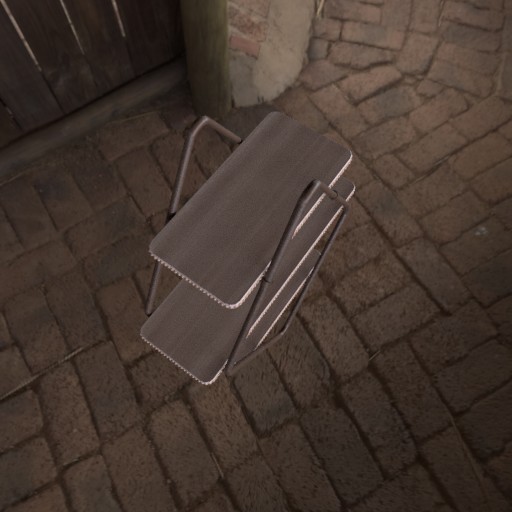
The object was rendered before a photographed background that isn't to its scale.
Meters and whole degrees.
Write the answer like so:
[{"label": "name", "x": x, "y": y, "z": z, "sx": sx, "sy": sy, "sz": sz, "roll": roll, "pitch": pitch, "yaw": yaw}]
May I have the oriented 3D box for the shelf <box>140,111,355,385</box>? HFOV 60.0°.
[{"label": "shelf", "x": 0.000, "y": 0.000, "z": 1.039, "sx": 0.234, "sy": 0.774, "sz": 0.609, "roll": 33, "pitch": 69, "yaw": 15}]
